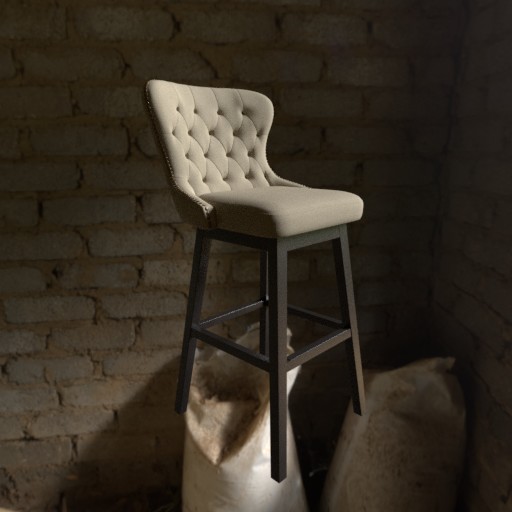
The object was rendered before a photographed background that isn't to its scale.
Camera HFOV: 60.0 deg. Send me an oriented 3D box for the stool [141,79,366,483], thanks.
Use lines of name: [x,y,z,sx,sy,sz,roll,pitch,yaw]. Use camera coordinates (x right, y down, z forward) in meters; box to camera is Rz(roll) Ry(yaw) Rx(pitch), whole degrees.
stool: [0.000,0.000,1.411,0.605,1.066,0.528,14,20,42]
